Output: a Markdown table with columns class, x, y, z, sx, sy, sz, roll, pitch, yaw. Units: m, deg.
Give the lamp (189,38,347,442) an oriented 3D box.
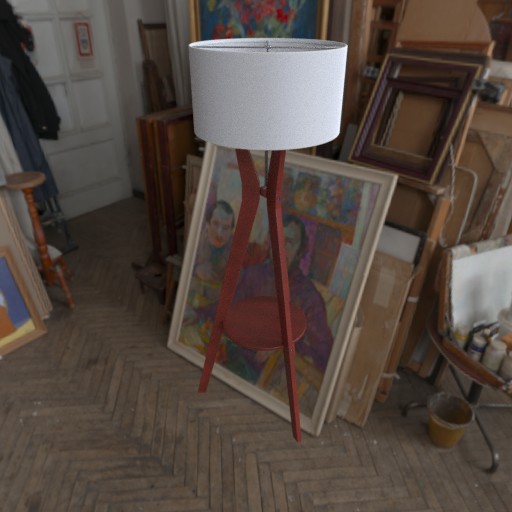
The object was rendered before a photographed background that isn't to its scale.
| class | x | y | z | sx | sy | sz | roll | pitch | yaw |
| --- | --- | --- | --- | --- | --- | --- | --- | --- | --- |
| lamp | 0.000 | 0.000 | 1.702 | 0.542 | 1.472 | 0.539 | 1 | 30 | 1 |
